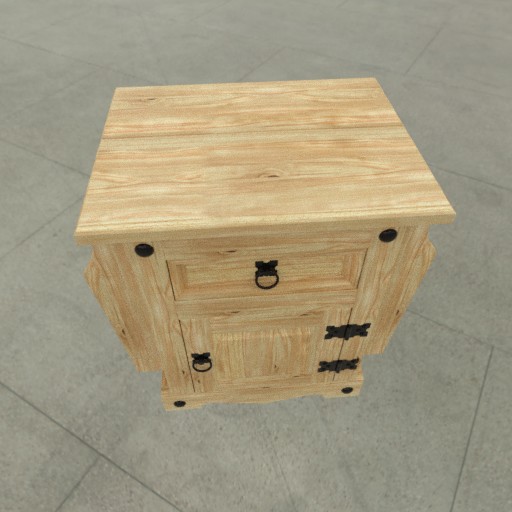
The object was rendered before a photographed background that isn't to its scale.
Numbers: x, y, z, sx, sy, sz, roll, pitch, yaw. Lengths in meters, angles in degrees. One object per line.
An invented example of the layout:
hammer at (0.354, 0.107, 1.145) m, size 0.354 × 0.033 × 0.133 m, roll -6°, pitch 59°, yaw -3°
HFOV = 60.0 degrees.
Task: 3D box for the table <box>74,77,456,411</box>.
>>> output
table at (0.000, 0.000, 0.856) m, size 0.530 × 0.515 × 0.380 m, roll -4°, pitch 47°, yaw -3°
